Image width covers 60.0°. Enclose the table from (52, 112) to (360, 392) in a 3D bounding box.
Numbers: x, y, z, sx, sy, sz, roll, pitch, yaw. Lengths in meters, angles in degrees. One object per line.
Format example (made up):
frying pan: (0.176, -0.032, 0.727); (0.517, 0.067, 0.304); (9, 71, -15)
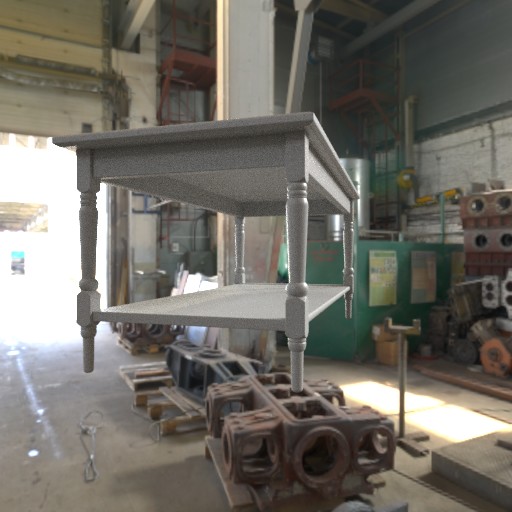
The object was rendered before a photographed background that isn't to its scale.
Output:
table: (0.000, 0.000, 1.374); (0.551, 0.506, 1.109); (0, 0, 17)
